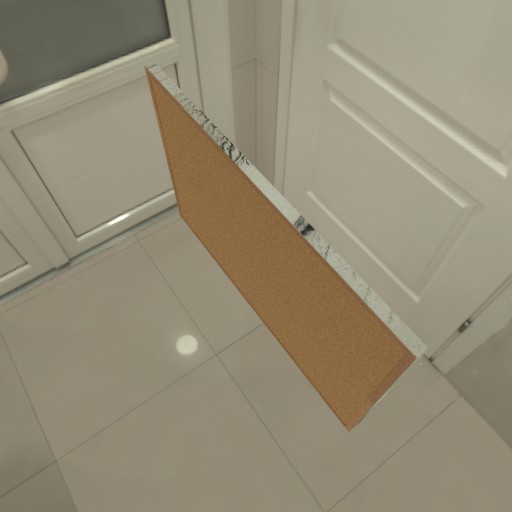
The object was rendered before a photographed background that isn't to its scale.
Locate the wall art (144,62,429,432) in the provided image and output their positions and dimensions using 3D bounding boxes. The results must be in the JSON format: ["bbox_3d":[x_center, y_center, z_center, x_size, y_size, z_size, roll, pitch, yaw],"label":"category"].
[{"bbox_3d":[0.000,0.000,1.445,0.035,0.758,1.141,-31,63,-18],"label":"wall art"}]
